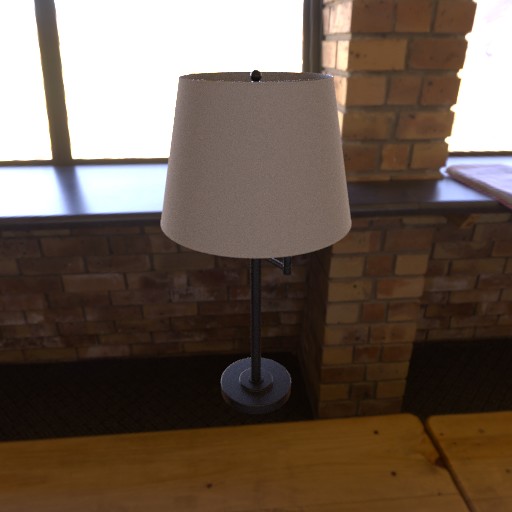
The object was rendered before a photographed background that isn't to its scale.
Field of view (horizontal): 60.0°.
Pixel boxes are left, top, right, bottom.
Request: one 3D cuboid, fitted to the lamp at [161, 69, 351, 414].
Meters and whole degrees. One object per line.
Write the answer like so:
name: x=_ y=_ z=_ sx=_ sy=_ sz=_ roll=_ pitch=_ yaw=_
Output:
lamp: x=0.000 y=0.000 z=0.896 sx=0.363 sy=0.696 sz=0.363 roll=0 pitch=26 yaw=0
